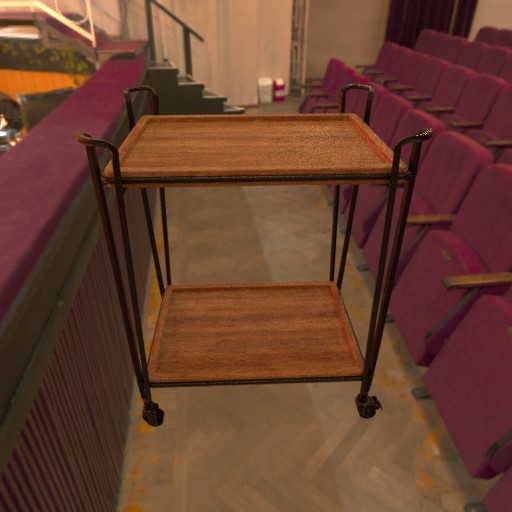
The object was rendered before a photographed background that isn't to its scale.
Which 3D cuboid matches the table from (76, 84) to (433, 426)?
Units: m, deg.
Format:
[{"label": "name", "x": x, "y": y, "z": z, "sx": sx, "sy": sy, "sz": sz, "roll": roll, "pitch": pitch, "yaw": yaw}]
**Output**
[{"label": "table", "x": 0.000, "y": 0.000, "z": 1.191, "sx": 0.672, "sy": 0.785, "sz": 0.505, "roll": -1, "pitch": 31, "yaw": -2}]
